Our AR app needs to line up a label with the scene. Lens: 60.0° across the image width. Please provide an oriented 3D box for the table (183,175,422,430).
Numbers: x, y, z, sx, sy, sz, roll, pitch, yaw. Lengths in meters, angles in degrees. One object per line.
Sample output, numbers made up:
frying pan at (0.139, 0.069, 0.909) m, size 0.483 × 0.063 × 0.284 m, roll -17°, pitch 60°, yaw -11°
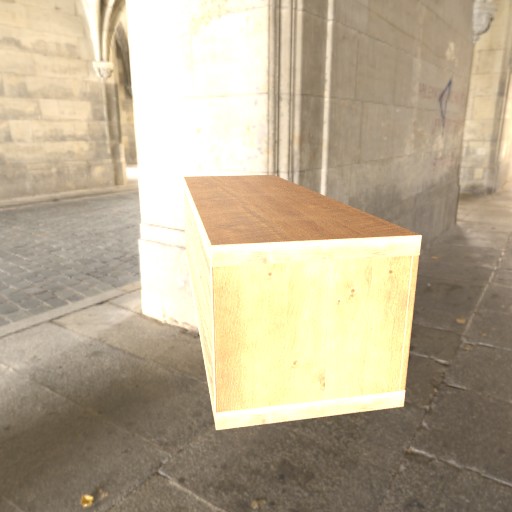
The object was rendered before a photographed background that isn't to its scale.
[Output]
table at (0.000, 0.000, 1.770) m, size 0.499 × 0.491 × 1.499 m, roll -3°, pitch 16°, yaw -11°
